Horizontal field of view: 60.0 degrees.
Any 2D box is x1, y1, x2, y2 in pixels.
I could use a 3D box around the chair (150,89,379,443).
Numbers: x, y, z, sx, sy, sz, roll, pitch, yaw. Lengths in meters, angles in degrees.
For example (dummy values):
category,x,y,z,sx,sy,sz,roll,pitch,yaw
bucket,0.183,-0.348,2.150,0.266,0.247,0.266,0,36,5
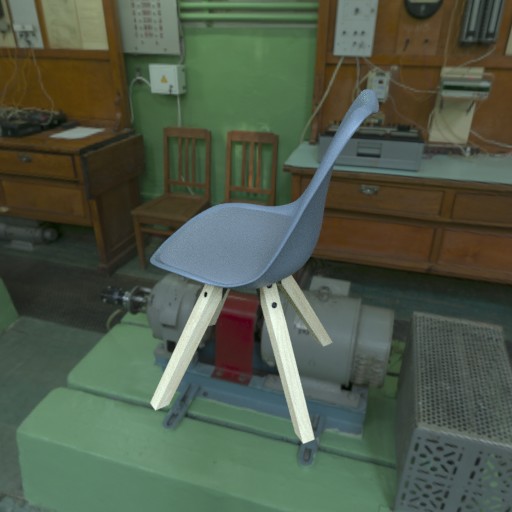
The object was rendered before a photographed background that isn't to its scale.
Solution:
category,x,y,z,sx,sy,sz,roll,pitch,yaw
chair,0.000,0.000,1.212,0.550,0.850,0.485,7,29,13
